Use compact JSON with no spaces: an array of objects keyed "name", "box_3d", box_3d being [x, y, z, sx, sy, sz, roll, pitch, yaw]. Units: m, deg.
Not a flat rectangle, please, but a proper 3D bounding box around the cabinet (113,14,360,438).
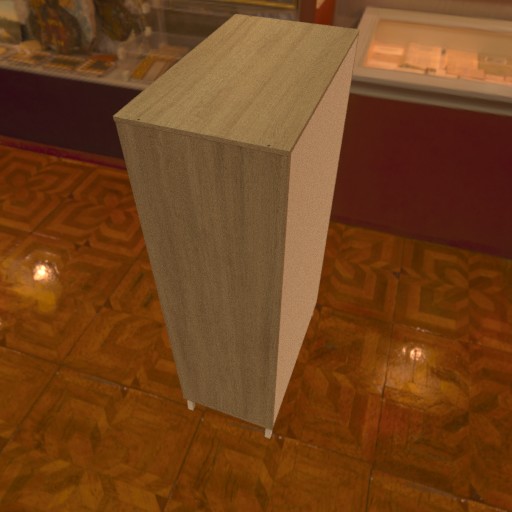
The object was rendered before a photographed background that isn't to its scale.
[{"name":"cabinet","box_3d":[0.000,0.000,2.343,0.571,1.999,1.006,15,47,14]}]
